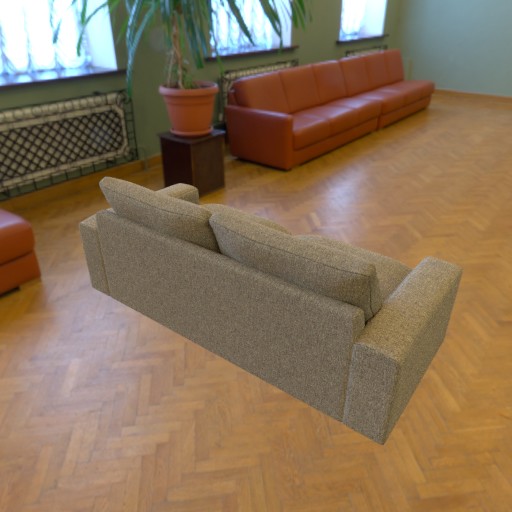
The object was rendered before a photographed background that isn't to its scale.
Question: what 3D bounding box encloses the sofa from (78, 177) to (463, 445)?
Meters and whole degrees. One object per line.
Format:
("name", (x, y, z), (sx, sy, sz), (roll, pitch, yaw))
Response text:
("sofa", (0.000, 0.000, 2.869), (2.299, 0.922, 1.040), (20, 36, 31))
